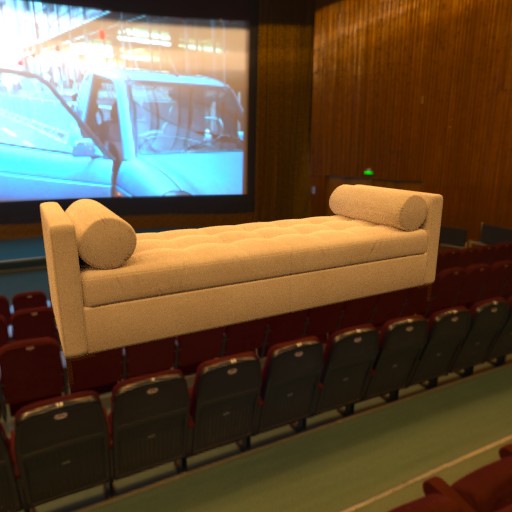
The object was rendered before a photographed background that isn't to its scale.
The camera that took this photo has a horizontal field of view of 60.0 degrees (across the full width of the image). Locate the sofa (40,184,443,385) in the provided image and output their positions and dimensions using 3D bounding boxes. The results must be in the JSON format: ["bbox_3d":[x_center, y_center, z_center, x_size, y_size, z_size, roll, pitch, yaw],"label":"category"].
[{"bbox_3d":[0.000,0.000,2.345,1.981,0.635,0.686,-8,16,-27],"label":"sofa"}]
